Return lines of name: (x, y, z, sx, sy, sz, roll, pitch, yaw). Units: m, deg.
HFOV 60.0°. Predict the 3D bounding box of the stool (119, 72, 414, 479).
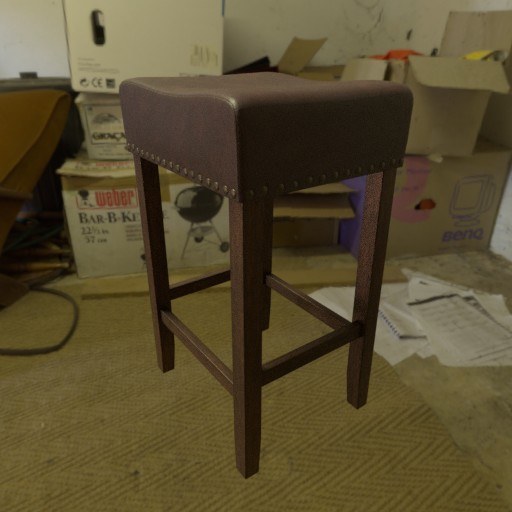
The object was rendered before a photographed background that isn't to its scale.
stool: (0.000, 0.000, 1.034, 0.401, 0.769, 0.465, -17, 30, -32)
